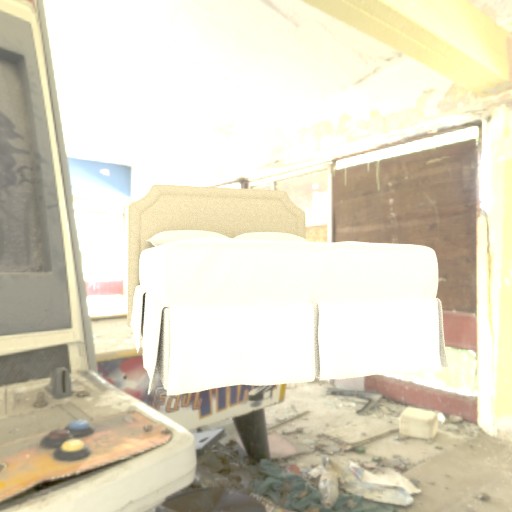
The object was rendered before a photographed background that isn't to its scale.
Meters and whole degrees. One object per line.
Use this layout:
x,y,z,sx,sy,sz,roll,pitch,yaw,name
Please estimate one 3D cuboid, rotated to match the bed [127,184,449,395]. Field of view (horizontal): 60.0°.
0.000,0.000,3.171,1.693,1.290,2.116,0,-1,-18,bed
